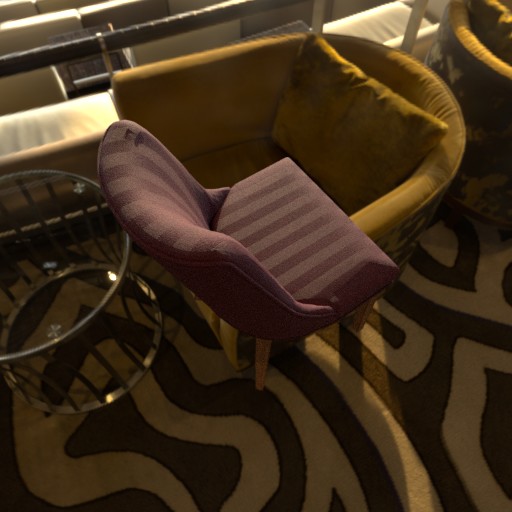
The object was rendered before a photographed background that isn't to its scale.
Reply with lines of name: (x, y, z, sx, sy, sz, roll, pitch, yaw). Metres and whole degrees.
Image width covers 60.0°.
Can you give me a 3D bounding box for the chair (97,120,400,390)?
chair: (0.000, 0.000, 1.280, 0.638, 0.916, 0.548, -30, 63, -18)
